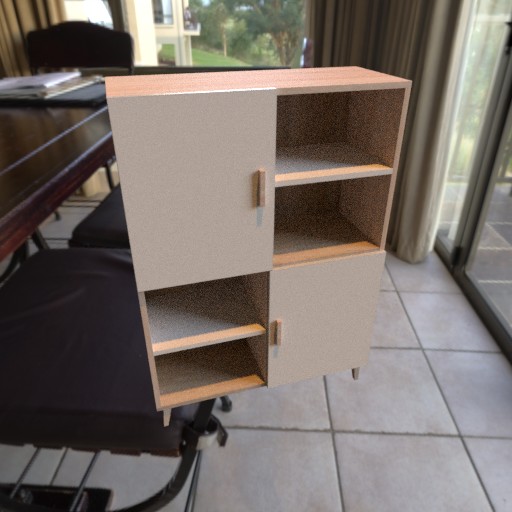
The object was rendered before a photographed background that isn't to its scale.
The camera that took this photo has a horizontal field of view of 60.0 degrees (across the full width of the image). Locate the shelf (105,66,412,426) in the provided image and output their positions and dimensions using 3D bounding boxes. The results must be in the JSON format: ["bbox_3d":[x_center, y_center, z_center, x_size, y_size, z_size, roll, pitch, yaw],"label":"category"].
[{"bbox_3d":[0.000,0.000,1.876,0.995,1.405,0.434,-9,31,-15],"label":"shelf"}]
